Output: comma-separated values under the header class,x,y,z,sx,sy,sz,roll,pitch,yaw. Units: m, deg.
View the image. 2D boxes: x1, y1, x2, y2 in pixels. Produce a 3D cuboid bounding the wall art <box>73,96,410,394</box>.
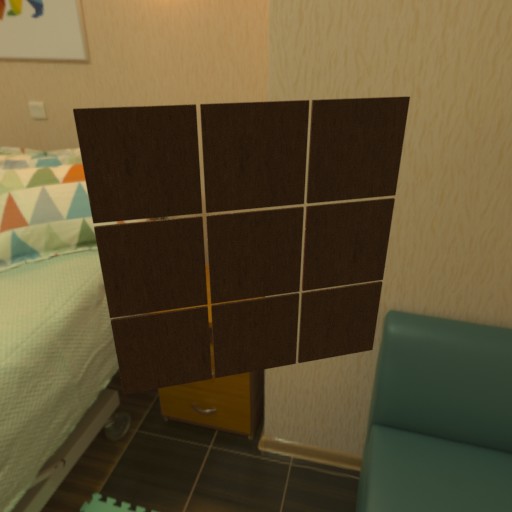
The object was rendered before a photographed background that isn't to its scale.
class,x,y,z,sx,sy,sz,roll,pitch,yaw
wall art,0.000,0.000,1.834,1.215,1.213,0.013,-7,27,-13
